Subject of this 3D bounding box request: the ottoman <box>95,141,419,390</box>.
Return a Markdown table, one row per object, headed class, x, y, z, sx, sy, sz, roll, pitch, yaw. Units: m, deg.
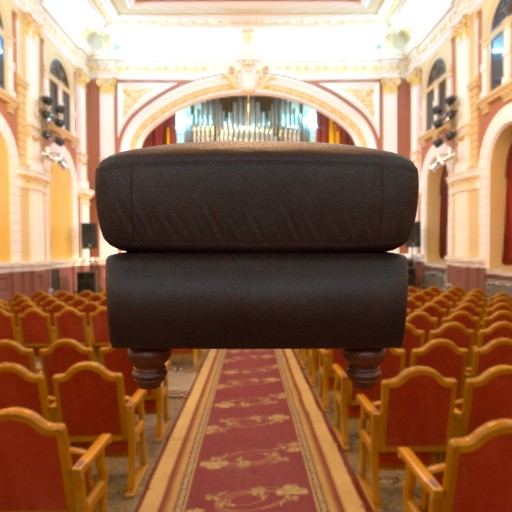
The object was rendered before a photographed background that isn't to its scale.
| class | x | y | z | sx | sy | sz | roll | pitch | yaw |
| --- | --- | --- | --- | --- | --- | --- | --- | --- | --- |
| ottoman | 0.000 | 0.000 | 1.273 | 0.670 | 0.569 | 0.806 | 0 | 1 | 0 |
